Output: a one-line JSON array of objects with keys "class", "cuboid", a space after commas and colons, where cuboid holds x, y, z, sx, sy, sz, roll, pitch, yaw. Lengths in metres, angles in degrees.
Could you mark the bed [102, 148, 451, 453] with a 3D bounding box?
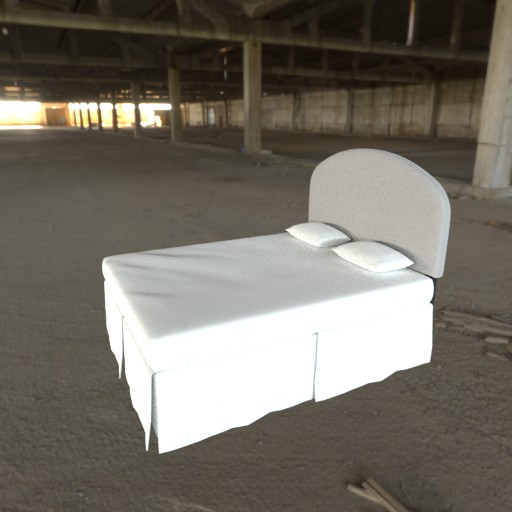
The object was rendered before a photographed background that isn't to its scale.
[{"class": "bed", "cuboid": [0.000, 0.000, 3.120, 2.005, 1.410, 1.607, -9, 19, -25]}]
